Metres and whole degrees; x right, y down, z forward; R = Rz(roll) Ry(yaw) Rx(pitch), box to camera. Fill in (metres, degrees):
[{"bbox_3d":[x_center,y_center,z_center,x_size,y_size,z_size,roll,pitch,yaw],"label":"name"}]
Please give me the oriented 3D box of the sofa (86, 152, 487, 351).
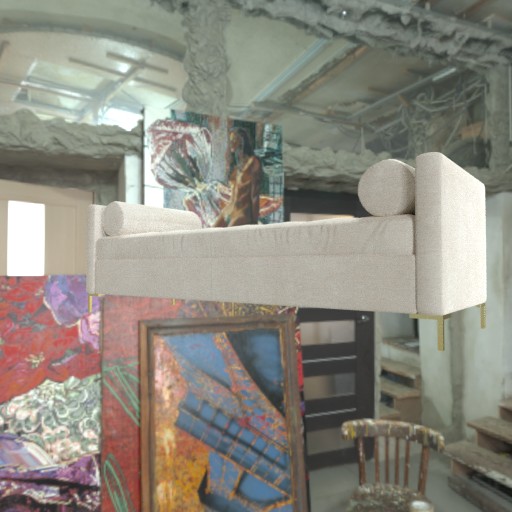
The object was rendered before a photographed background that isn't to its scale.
[{"bbox_3d":[0.000,0.000,2.240,1.981,0.635,0.686,-1,-2,38],"label":"sofa"}]
